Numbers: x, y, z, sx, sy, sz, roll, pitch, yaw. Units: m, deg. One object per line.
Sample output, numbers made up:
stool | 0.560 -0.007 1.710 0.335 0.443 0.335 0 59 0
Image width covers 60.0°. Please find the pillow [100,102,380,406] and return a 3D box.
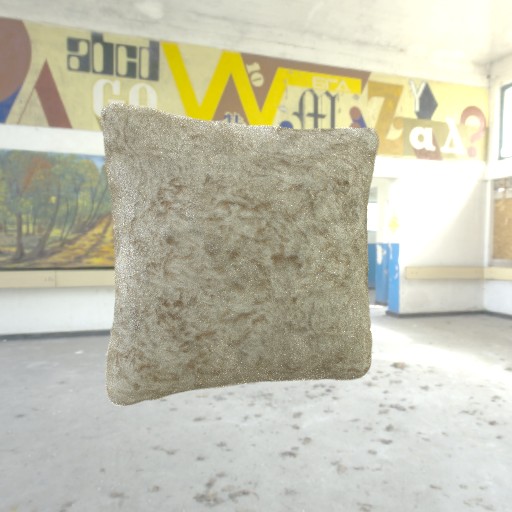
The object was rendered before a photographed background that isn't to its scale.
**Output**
pillow | 0.000 0.000 0.812 0.538 0.525 0.216 0 2 -17
